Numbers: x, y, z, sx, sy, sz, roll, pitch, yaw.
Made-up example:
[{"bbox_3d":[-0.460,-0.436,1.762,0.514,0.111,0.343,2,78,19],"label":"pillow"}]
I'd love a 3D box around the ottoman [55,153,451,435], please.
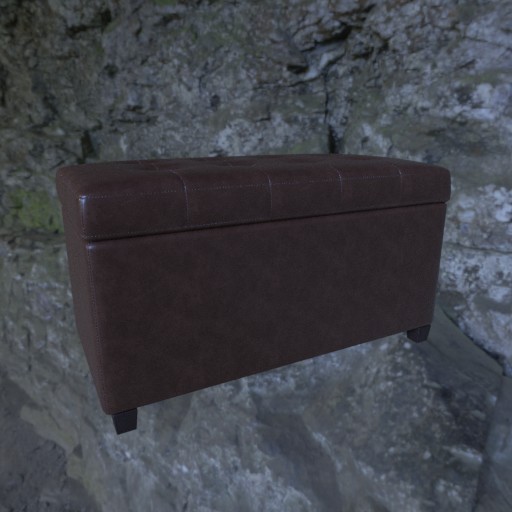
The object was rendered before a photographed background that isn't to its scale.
[{"bbox_3d":[0.000,0.000,1.093,0.838,0.470,0.432,-9,19,-27],"label":"ottoman"}]
